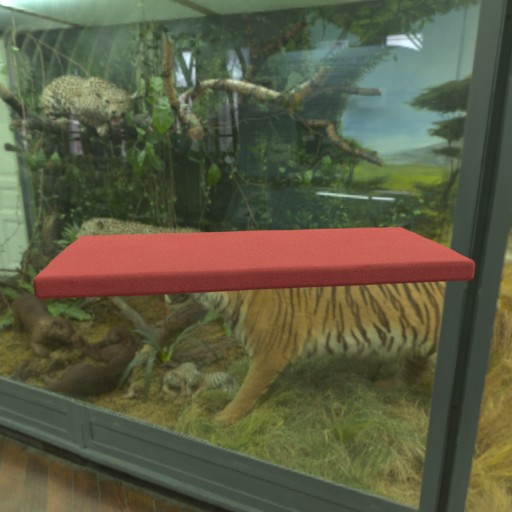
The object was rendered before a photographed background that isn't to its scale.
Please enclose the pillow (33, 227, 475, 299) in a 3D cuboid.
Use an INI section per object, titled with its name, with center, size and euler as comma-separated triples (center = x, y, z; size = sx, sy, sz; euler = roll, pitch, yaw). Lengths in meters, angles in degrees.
[pillow]
center = 0.000, 0.000, 1.363
size = 1.187, 0.081, 0.492
euler = -2, 16, -7
